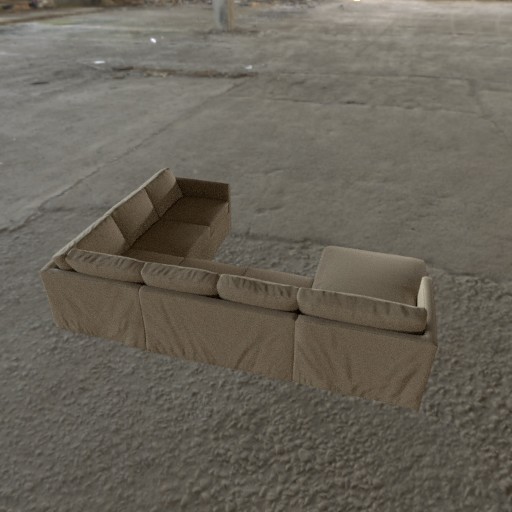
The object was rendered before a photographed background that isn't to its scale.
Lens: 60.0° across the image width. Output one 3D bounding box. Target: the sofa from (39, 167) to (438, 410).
[{"bbox_3d":[0.000,0.000,4.748,3.528,0.878,2.476,9,33,14],"label":"sofa"}]
